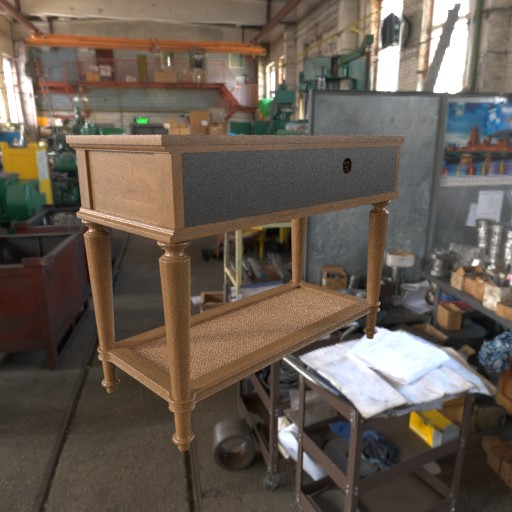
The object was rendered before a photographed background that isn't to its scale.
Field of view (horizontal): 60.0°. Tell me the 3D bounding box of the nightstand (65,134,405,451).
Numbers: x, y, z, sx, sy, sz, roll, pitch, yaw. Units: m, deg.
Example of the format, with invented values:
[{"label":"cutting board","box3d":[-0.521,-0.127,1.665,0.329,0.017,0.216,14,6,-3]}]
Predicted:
[{"label":"nightstand","box3d":[0.000,0.000,1.335,0.432,0.700,0.914,14,21,43]}]
